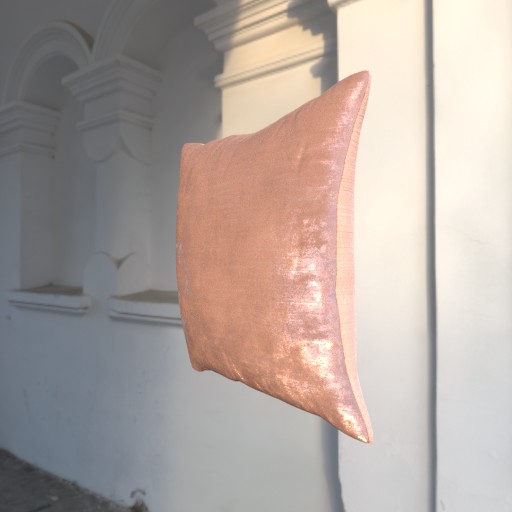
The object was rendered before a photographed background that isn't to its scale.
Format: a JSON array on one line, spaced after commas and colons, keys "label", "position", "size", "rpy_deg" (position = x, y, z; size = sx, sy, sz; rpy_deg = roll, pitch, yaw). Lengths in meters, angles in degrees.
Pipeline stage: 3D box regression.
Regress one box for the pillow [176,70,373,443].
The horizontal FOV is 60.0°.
[{"label": "pillow", "position": [0.000, 0.000, 0.728], "size": [0.175, 0.464, 0.470], "rpy_deg": [1, -1, -37]}]
